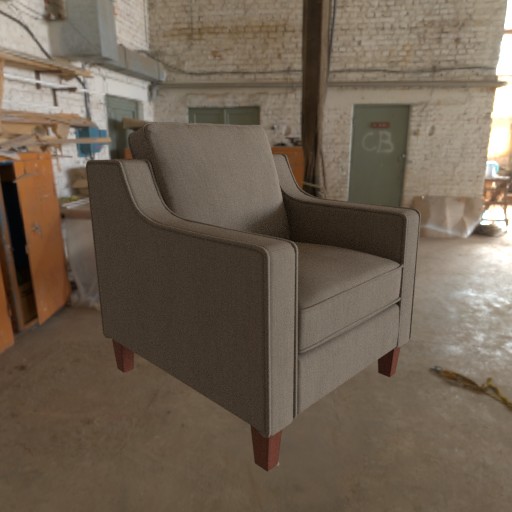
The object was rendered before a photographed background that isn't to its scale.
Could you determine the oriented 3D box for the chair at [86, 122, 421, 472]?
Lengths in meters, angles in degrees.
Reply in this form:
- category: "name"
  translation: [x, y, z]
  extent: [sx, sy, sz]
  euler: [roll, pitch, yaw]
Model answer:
- category: "chair"
  translation: [0.000, 0.000, 1.654]
  extent: [0.909, 0.960, 0.831]
  euler: [14, 20, 42]
